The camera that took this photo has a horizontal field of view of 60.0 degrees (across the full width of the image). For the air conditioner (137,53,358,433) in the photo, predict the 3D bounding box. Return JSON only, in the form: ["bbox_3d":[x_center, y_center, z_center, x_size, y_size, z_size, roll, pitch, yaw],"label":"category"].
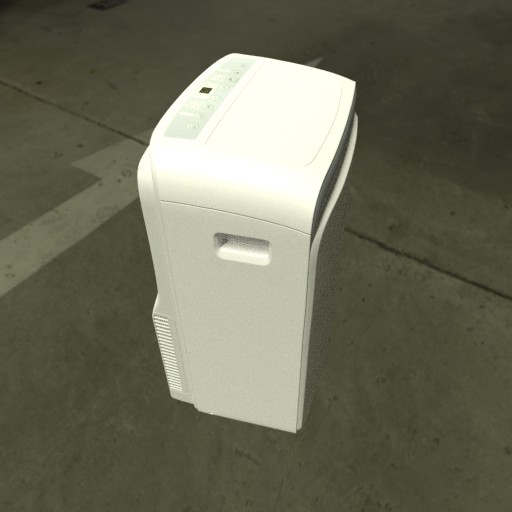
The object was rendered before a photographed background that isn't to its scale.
[{"bbox_3d":[0.000,0.000,0.940,0.365,0.700,0.454,12,46,12],"label":"air conditioner"}]
